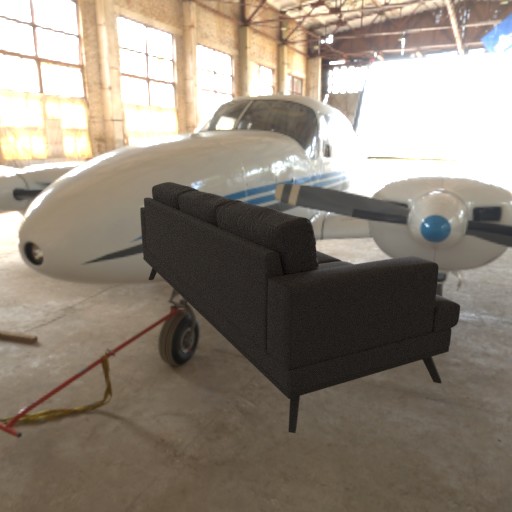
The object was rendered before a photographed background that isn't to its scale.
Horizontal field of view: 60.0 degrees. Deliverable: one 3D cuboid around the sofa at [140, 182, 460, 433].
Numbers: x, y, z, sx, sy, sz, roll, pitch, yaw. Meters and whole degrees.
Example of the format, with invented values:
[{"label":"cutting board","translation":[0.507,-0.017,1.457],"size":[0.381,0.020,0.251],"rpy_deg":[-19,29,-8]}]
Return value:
[{"label":"sofa","translation":[0.000,0.000,2.780],"size":[0.920,0.810,2.310],"rpy_deg":[-7,16,-26]}]
